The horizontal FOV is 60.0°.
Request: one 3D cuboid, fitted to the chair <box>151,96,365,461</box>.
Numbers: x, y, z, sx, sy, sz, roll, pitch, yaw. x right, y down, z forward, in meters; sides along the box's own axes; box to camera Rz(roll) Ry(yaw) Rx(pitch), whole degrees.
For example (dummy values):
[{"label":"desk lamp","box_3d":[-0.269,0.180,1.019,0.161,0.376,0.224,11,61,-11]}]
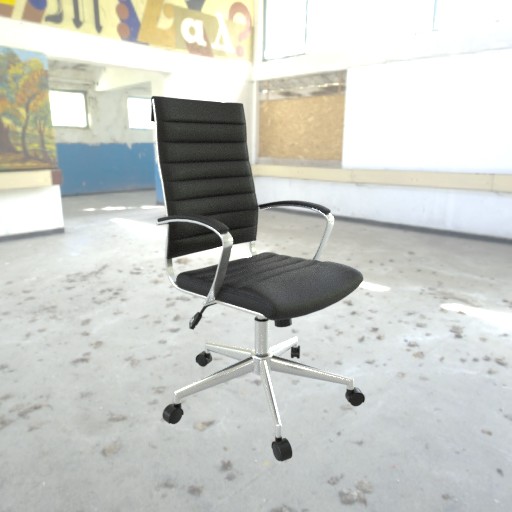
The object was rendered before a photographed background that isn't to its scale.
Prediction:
[{"label":"chair","box_3d":[0.000,0.000,1.665,0.766,1.149,0.739,-14,20,-43]}]
